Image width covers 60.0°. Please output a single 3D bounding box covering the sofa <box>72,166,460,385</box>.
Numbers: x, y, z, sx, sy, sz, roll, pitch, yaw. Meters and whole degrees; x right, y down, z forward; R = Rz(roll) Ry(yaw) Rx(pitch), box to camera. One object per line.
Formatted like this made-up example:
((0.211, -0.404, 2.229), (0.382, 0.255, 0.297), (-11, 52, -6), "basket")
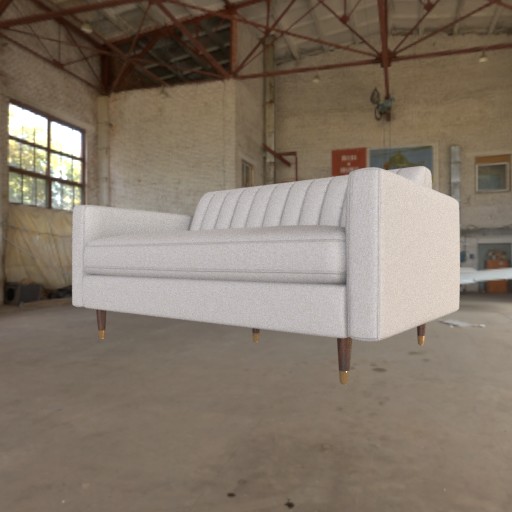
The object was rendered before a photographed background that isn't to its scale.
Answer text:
((0.000, 0.000, 2.061), (1.585, 0.801, 0.950), (0, 0, 37), "sofa")
